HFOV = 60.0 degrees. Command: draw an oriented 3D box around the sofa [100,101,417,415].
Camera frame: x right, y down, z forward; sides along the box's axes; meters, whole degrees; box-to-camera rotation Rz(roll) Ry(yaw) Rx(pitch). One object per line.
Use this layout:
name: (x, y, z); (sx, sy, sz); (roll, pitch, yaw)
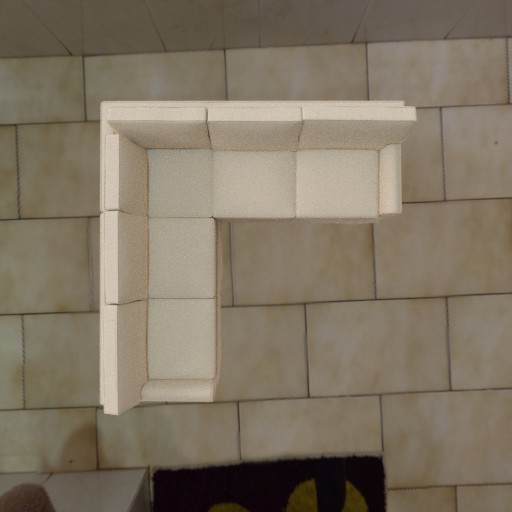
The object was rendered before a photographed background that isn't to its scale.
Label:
sofa: (0.000, 0.000, 3.988); (2.597, 1.070, 2.591); (0, 90, 0)
